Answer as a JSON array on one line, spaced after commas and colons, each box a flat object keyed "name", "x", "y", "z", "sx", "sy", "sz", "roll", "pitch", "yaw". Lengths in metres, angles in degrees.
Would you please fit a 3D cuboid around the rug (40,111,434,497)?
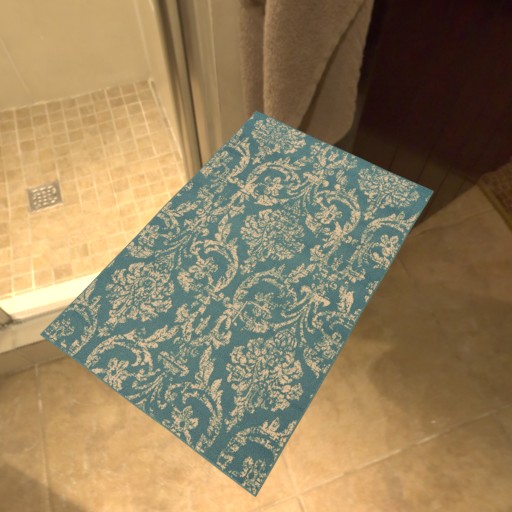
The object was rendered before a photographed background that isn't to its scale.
[{"name": "rug", "x": 0.000, "y": 0.000, "z": 2.294, "sx": 1.211, "sy": 0.012, "sz": 1.833, "roll": 30, "pitch": 63, "yaw": 17}]
